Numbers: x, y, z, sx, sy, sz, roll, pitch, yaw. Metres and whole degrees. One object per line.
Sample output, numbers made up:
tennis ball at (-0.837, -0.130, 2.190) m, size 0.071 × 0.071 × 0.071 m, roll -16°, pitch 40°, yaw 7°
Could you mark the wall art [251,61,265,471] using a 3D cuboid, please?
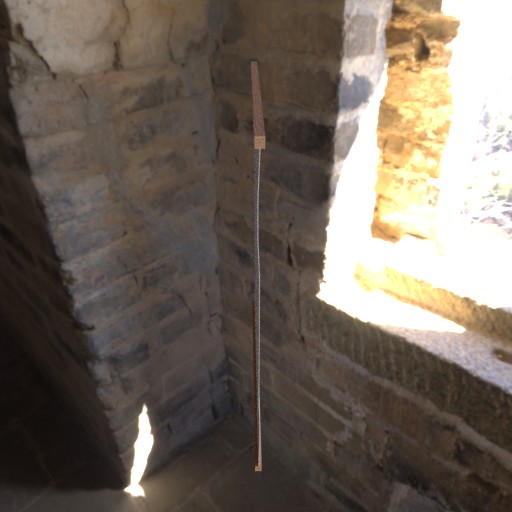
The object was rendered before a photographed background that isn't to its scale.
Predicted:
wall art at (0.000, 0.000, 0.699) m, size 0.010 × 0.507 × 0.404 m, roll -1°, pitch 32°, yaw -1°
